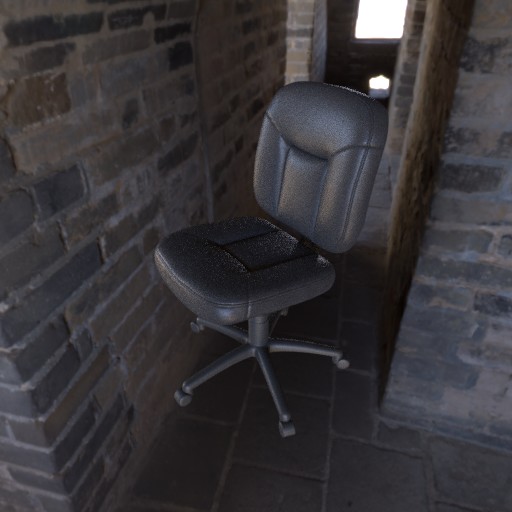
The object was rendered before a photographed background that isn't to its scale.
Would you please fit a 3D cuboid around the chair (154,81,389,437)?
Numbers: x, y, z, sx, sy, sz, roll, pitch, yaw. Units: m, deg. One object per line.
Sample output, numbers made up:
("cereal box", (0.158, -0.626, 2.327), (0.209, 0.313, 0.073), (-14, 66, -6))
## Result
("chair", (0.000, 0.000, 1.396), (0.646, 0.959, 0.647), (-20, 37, -29))
